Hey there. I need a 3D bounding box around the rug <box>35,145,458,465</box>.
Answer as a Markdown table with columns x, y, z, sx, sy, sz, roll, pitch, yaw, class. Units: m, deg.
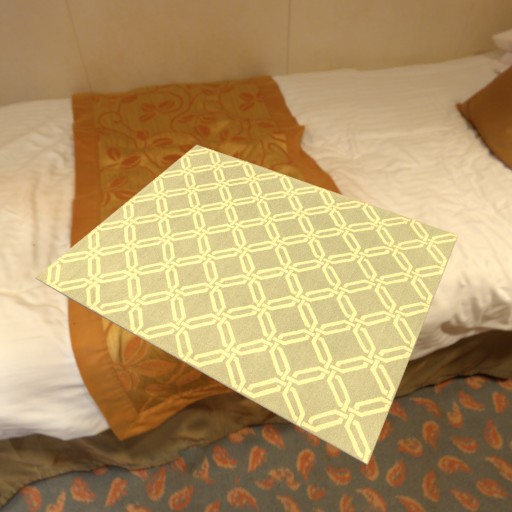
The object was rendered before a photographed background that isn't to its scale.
| x | y | z | sx | sy | sz | roll | pitch | yaw | class |
| --- | --- | --- | --- | --- | --- | --- | --- | --- | --- |
| 0.000 | 0.000 | 3.833 | 2.895 | 0.018 | 2.288 | 23 | 51 | 20 | rug |
